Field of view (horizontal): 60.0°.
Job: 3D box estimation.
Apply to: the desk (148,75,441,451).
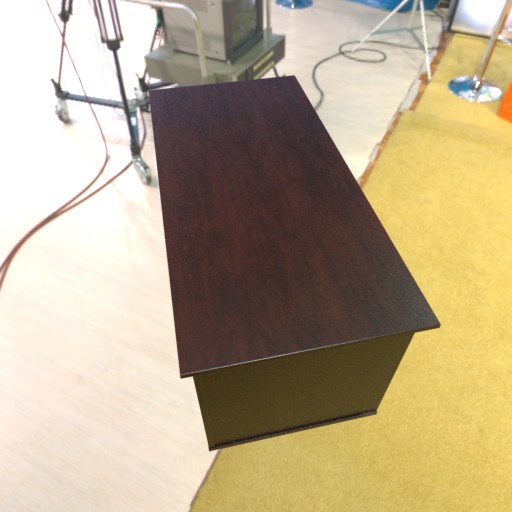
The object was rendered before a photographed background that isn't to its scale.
[{"bbox_3d":[0.000,0.000,1.695,0.612,0.758,1.277,-9,49,-8],"label":"desk"}]
